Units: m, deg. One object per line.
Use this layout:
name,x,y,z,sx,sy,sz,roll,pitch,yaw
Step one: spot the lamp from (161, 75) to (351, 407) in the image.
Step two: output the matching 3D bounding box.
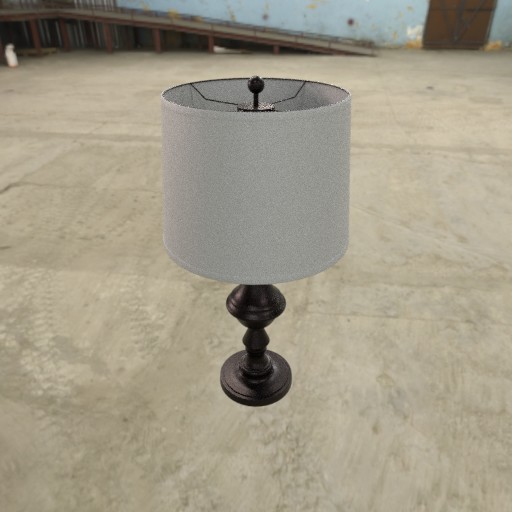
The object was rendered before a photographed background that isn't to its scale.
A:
lamp,0.000,0.000,0.955,0.383,0.726,0.383,0,30,0
